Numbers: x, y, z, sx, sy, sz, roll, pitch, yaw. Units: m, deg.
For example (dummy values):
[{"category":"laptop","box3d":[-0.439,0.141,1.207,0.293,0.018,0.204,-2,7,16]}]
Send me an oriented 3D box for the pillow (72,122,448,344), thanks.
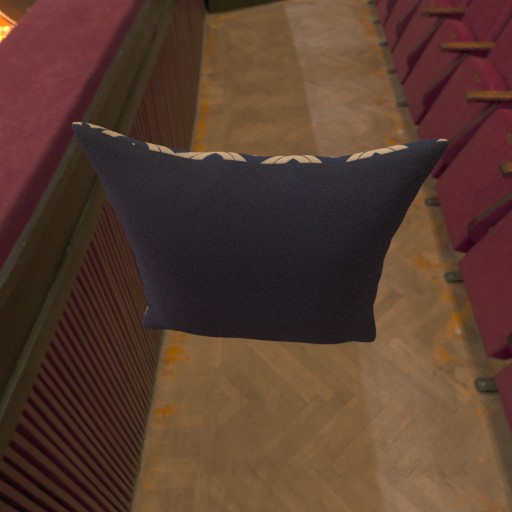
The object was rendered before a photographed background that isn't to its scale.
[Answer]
[{"category":"pillow","box3d":[0.000,0.000,0.771,0.504,0.494,0.188,3,48,3]}]
